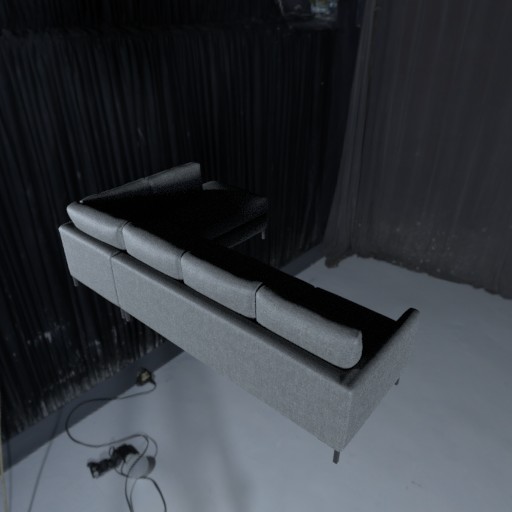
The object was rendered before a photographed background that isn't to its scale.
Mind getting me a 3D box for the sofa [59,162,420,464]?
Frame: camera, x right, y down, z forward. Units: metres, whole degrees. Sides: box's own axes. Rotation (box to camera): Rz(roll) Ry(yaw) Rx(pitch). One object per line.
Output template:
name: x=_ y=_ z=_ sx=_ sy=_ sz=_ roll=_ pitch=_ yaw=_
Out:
sofa: x=0.000 y=0.000 z=3.809 sx=2.972 sy=0.858 sz=1.984 roll=23 pitch=37 yaw=34
